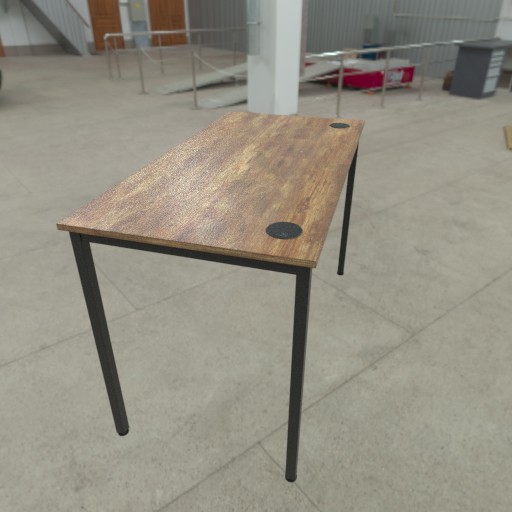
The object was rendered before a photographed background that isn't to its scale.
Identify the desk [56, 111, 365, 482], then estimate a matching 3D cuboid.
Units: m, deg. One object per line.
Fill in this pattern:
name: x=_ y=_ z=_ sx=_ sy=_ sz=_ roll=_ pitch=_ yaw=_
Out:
desk: x=0.000 y=0.000 z=1.625 sx=0.600 sy=0.749 sz=1.200 roll=8 pitch=31 yaw=14
